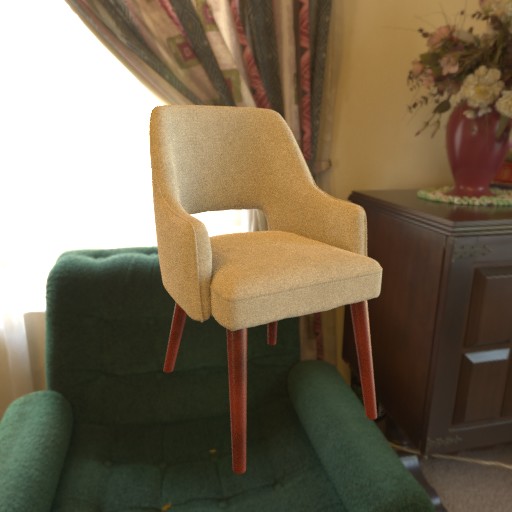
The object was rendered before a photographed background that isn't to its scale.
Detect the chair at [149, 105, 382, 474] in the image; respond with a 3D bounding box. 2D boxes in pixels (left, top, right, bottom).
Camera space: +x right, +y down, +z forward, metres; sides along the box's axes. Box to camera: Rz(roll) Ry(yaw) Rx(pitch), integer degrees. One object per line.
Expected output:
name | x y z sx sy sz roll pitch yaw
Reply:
chair | 0.000 0.000 1.270 0.548 0.849 0.605 -8 17 -28
